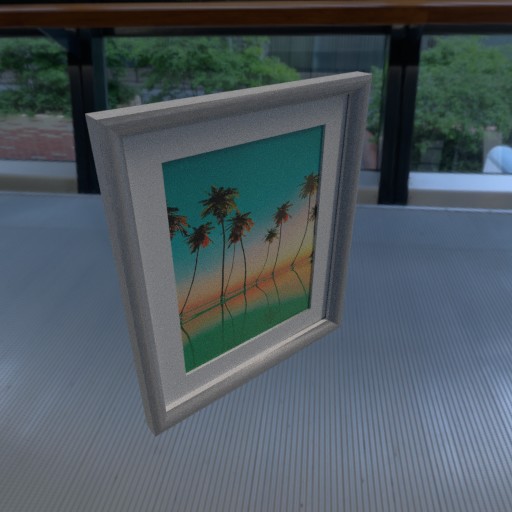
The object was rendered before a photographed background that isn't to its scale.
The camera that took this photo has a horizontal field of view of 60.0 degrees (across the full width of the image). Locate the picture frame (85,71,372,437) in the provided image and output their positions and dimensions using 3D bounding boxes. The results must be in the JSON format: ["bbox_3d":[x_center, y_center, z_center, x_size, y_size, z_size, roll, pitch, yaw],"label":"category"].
[{"bbox_3d":[0.000,0.000,0.531,0.327,0.378,0.027,-22,38,-32],"label":"picture frame"}]
